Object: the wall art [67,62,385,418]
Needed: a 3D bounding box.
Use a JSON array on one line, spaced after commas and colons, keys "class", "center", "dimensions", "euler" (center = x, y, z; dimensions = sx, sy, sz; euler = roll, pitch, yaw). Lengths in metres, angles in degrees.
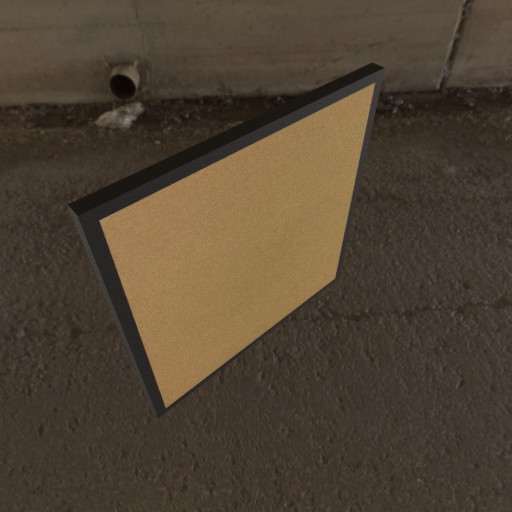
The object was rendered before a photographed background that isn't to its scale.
[{"class": "wall art", "center": [0.000, 0.000, 1.138], "dimensions": [0.762, 0.760, 0.037], "euler": [-33, 56, -27]}]
